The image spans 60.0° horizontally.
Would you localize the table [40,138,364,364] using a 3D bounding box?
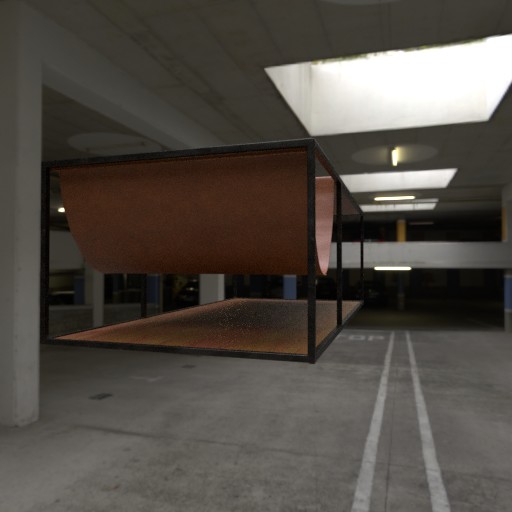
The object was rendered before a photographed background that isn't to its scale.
[{"bbox_3d":[0.000,0.000,1.439,0.597,0.403,1.199,0,-1,18],"label":"table"}]
